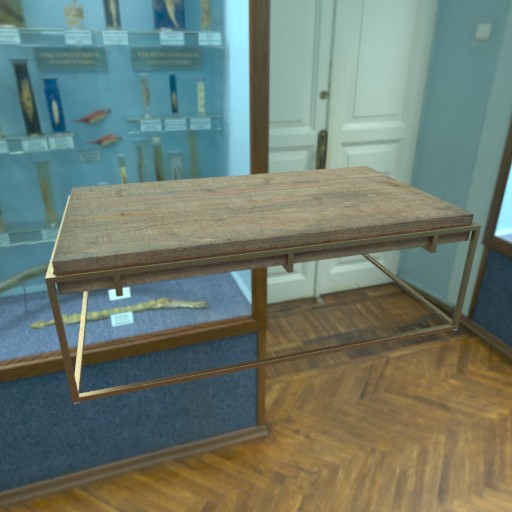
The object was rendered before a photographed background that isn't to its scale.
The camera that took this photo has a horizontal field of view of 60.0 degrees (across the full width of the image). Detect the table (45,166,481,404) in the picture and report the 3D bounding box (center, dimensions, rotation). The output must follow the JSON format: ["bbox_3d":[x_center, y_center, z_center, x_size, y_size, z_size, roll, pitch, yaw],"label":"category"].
[{"bbox_3d":[0.000,0.000,1.761,1.387,0.468,0.775,-7,26,-15],"label":"table"}]
